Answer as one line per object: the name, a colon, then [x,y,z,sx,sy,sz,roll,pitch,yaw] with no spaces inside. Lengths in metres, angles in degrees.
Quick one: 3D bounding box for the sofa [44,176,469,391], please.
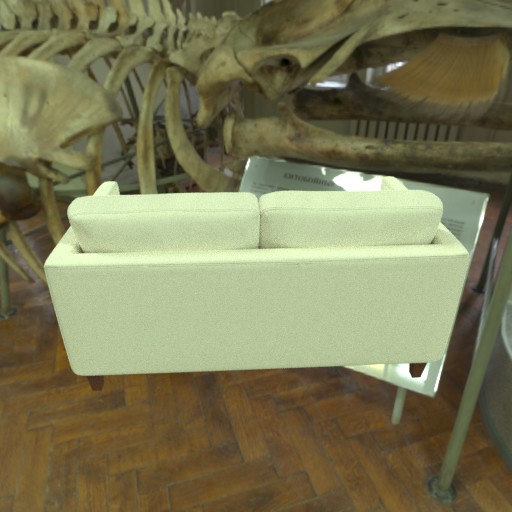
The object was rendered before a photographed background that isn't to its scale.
sofa: [0.000,0.000,2.248,1.702,0.888,0.964,-1,29,-3]
